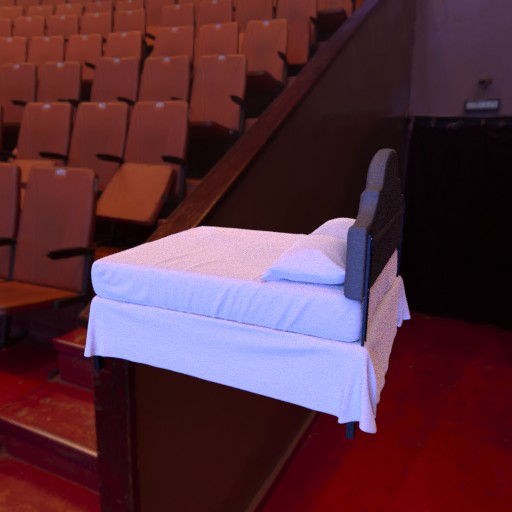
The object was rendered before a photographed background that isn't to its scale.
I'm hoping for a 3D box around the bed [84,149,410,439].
[{"bbox_3d":[0.000,0.000,3.450,2.222,1.634,1.780,6,16,24],"label":"bed"}]
